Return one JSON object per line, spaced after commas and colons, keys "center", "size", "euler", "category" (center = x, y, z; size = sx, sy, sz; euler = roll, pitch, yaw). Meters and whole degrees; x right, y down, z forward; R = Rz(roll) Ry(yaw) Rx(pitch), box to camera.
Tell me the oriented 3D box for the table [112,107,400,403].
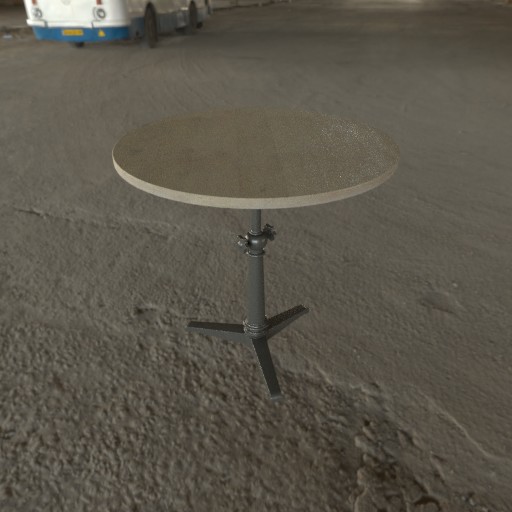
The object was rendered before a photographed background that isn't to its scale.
{"center": [0.000, 0.000, 1.484], "size": [0.800, 0.780, 0.800], "euler": [0, 32, 0], "category": "table"}
